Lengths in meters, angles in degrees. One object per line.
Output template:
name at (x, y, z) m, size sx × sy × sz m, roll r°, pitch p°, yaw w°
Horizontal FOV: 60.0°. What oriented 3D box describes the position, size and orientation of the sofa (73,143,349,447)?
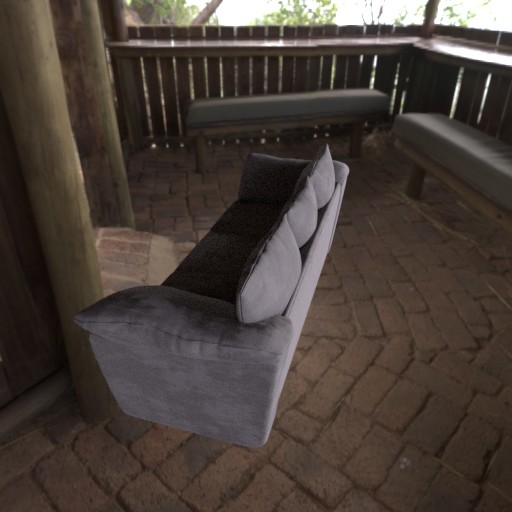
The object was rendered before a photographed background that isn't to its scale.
sofa at (0.000, 0.000, 2.805) m, size 0.893 × 0.981 × 2.377 m, roll 9°, pitch 31°, yaw 15°
